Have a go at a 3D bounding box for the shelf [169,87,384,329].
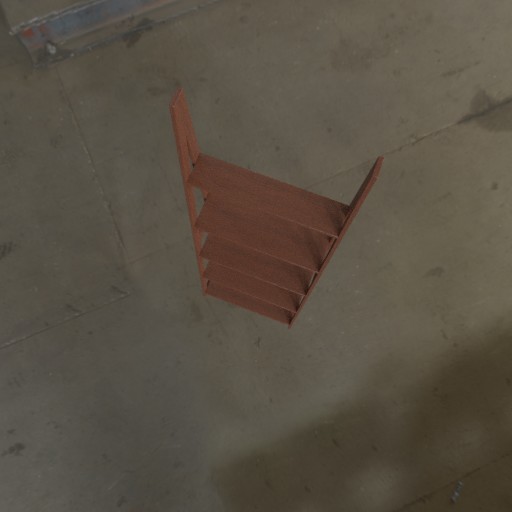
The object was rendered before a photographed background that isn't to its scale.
[{"bbox_3d":[0.000,0.000,2.018,0.600,1.770,0.350,20,78,5],"label":"shelf"}]
